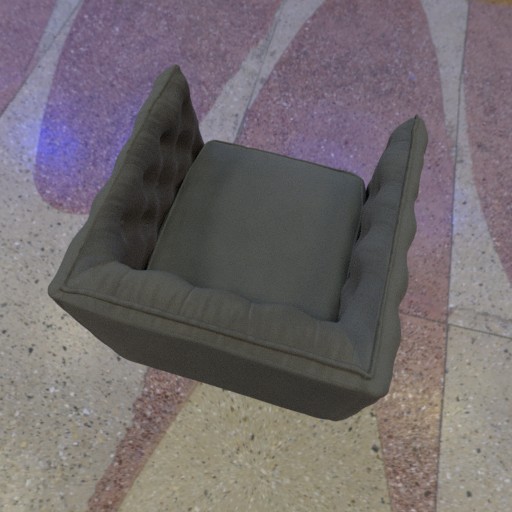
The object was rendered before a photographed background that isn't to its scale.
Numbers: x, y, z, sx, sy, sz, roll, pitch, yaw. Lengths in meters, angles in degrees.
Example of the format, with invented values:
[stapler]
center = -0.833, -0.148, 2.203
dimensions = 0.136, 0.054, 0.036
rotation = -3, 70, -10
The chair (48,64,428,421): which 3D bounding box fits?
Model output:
[chair]
center = 0.000, 0.000, 1.604
dimensions = 0.946, 0.807, 0.913
rotation = 15, 65, 7
